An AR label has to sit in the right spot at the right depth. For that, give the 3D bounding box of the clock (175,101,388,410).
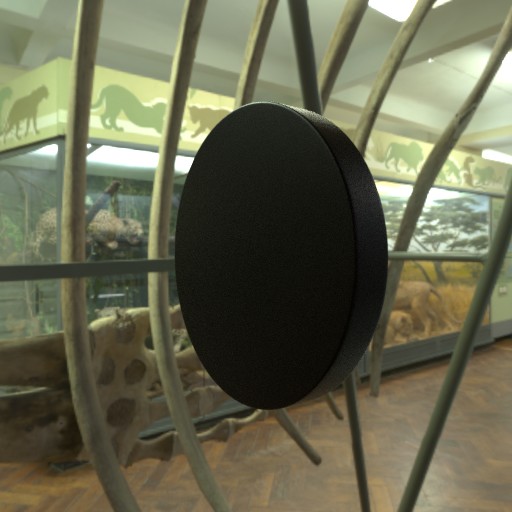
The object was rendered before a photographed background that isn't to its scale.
[{"bbox_3d":[0.000,0.000,0.478,0.040,0.314,0.314,-1,2,-37],"label":"clock"}]
